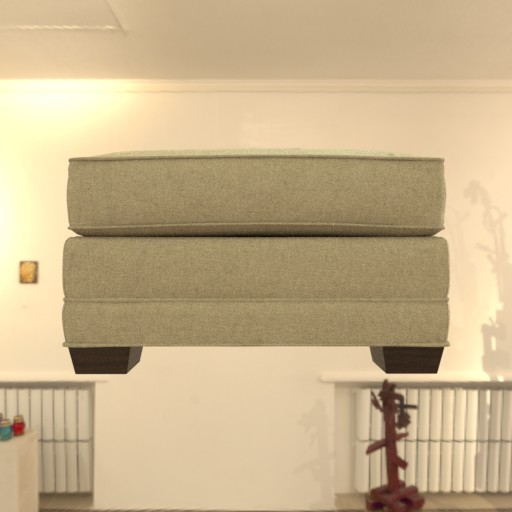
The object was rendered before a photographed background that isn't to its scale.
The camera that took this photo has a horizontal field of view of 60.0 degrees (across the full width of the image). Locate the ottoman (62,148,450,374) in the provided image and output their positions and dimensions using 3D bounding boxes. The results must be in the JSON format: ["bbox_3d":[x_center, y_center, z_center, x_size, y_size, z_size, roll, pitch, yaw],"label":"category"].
[{"bbox_3d":[0.000,0.000,1.223,0.848,0.508,0.611,0,0,0],"label":"ottoman"}]
